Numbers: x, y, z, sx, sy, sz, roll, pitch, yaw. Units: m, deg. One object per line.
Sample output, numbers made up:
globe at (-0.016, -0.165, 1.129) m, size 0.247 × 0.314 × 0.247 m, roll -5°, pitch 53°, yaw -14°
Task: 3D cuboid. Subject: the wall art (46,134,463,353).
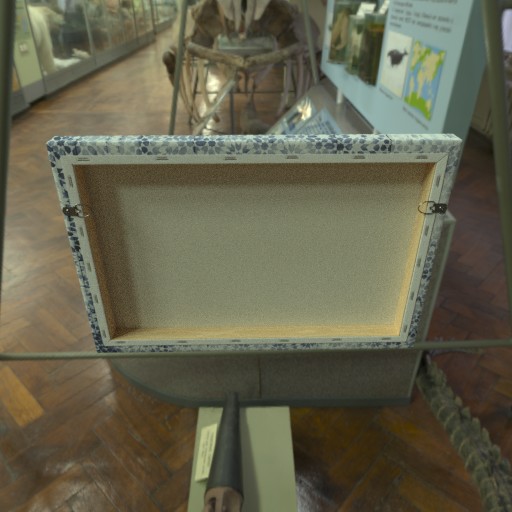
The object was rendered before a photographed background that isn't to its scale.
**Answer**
wall art at (0.000, 0.000, 1.140) m, size 0.911 × 0.608 × 0.057 m, roll -1°, pitch 31°, yaw -1°
